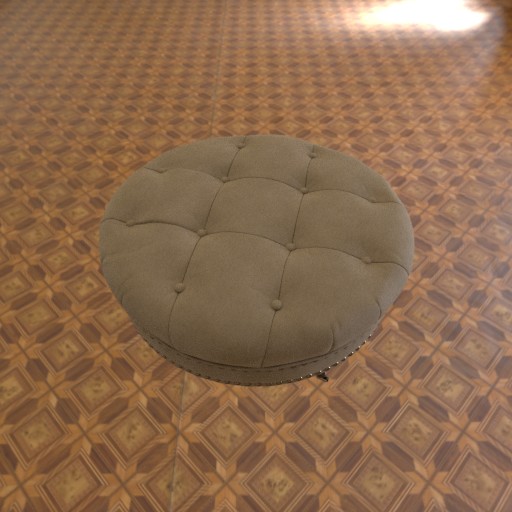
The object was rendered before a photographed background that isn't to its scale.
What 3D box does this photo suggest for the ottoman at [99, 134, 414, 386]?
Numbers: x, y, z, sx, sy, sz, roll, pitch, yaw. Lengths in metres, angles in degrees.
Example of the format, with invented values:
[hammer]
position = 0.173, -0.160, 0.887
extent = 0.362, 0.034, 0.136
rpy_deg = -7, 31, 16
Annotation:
[ottoman]
position = 0.000, 0.000, 1.404
extent = 0.901, 0.439, 0.901
rpy_deg = 0, 47, 0
